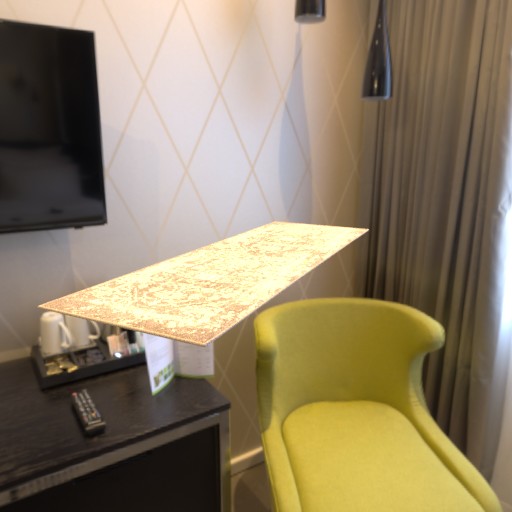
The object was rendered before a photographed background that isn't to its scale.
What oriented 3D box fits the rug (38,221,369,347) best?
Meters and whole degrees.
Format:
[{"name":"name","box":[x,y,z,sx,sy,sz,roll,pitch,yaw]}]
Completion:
[{"name":"rug","box":[0.000,0.000,2.762,0.855,0.017,2.452,7,16,26]}]
